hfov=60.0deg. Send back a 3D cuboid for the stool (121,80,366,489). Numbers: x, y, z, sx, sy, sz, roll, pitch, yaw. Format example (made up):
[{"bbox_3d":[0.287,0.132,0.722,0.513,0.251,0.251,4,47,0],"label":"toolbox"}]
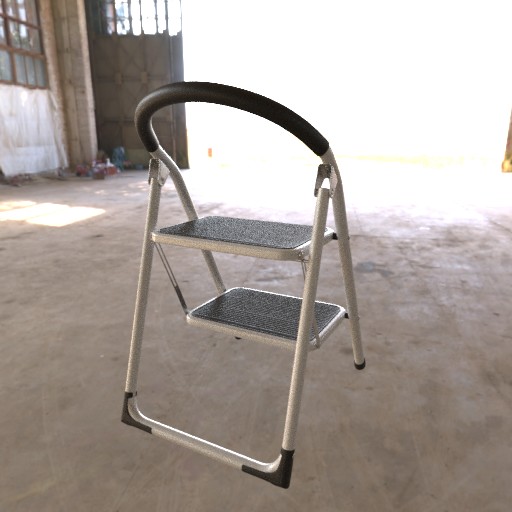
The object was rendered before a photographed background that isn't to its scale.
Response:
[{"bbox_3d":[0.000,0.000,1.094,0.453,0.760,0.559,8,17,28],"label":"stool"}]
